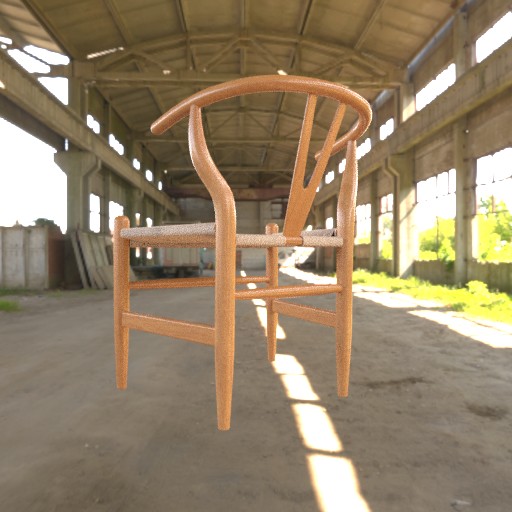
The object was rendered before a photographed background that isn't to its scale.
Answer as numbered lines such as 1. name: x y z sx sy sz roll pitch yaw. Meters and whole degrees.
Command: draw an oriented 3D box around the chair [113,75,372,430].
1. chair: 0.000 0.000 1.157 0.569 0.730 0.579 0 1 -36
